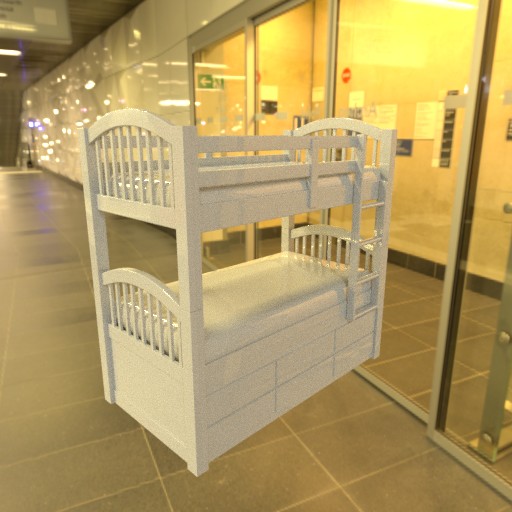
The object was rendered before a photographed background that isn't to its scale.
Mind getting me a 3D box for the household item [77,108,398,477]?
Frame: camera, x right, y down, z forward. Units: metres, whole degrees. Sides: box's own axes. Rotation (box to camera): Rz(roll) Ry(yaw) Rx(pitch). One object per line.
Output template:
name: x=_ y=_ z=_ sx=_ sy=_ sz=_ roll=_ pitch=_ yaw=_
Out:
household item: x=0.000 y=0.000 z=3.329 sx=1.143 sy=2.032 sz=2.032 roll=15 pitch=21 yaw=43
